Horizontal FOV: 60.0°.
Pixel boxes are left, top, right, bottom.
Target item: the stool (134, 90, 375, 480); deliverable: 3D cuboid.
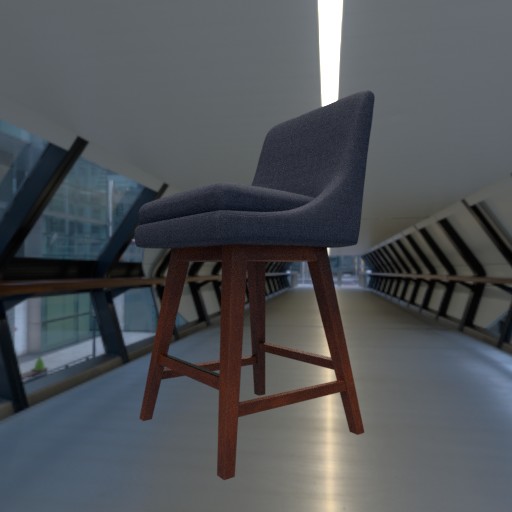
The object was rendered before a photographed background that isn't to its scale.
[{"bbox_3d":[0.000,0.000,1.201,0.524,0.895,0.467,1,-1,-36],"label":"stool"}]
